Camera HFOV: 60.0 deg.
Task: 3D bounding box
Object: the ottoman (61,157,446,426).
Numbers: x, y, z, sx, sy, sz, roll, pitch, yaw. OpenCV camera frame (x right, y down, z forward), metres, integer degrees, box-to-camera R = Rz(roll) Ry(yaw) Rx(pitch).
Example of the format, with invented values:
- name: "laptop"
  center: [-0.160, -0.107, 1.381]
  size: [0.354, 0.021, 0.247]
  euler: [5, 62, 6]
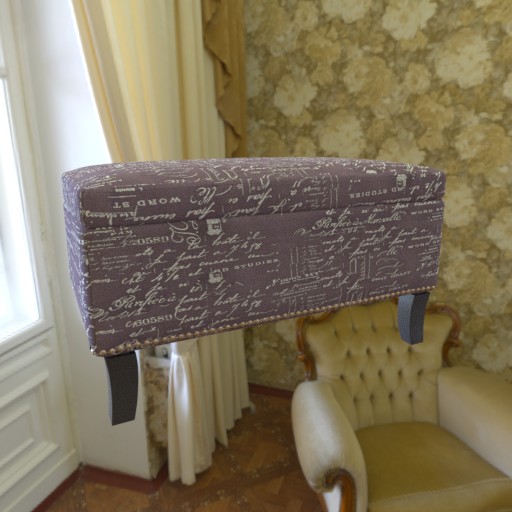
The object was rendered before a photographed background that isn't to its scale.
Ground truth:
- name: "ottoman"
  center: [0.000, 0.000, 1.065]
  size: [0.813, 0.457, 0.406]
  euler: [-7, 17, -25]
